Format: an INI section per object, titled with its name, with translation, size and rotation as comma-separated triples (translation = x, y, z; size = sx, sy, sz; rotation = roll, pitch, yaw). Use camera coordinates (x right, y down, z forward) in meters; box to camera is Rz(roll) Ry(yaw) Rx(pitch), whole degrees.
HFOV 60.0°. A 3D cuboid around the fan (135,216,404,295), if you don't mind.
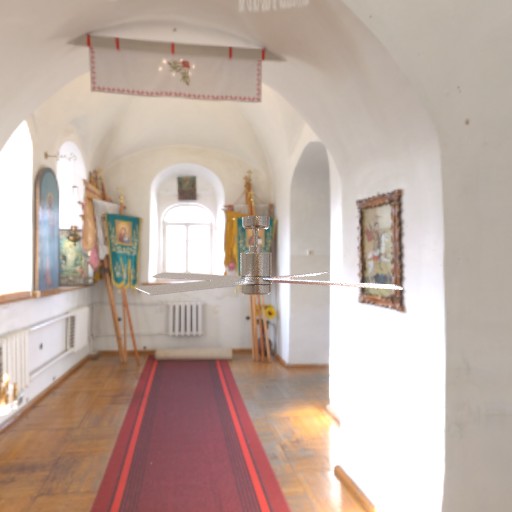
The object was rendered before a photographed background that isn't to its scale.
[fan]
translation = 0.000, 0.000, 2.023
size = 1.322, 0.355, 1.322
rotation = 1, 1, 36
